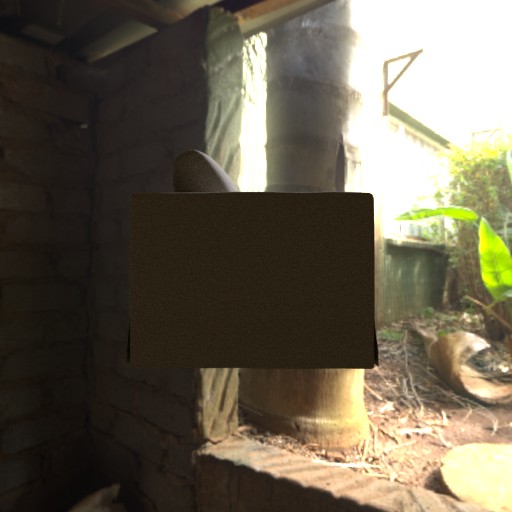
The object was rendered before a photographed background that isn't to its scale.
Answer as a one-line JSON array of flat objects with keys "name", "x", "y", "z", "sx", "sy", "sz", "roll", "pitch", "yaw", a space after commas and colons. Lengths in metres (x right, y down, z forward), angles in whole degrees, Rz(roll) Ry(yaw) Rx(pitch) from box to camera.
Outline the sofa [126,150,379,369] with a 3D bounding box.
[{"name": "sofa", "x": 0.000, "y": 0.000, "z": 2.731, "sx": 0.954, "sy": 0.881, "sz": 2.163, "roll": 0, "pitch": -1, "yaw": 1}]
